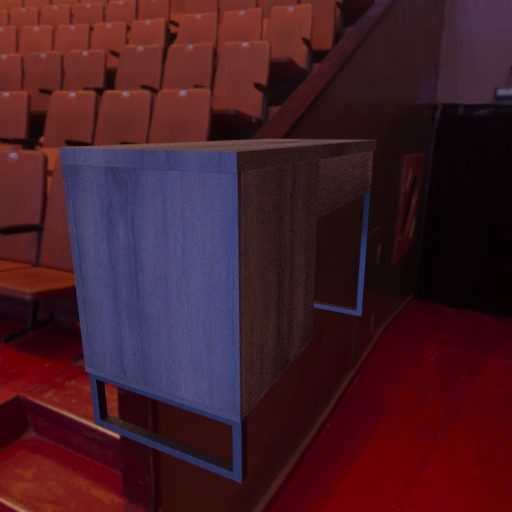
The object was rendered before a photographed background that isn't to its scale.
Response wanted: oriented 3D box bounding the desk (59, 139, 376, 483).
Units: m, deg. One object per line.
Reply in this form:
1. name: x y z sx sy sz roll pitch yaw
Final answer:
1. desk: 0.000 0.000 1.515 0.511 0.752 1.134 8 18 26
